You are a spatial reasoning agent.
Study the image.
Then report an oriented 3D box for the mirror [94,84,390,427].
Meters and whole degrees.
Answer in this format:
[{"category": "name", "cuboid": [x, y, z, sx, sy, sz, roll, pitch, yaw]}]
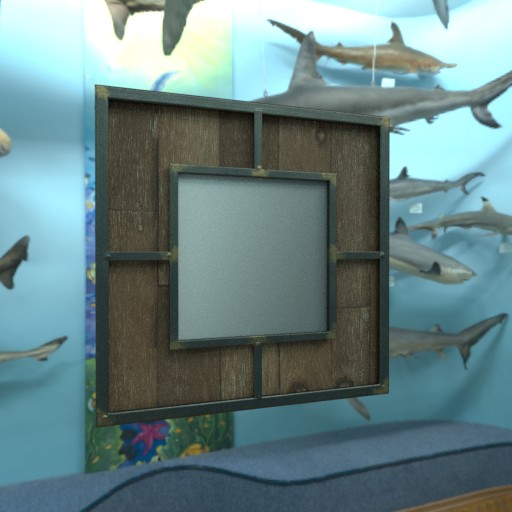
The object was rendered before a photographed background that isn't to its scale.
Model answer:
[{"category": "mirror", "cuboid": [0.000, 0.000, 0.559, 0.382, 0.381, 0.020, 0, 1, -18]}]
